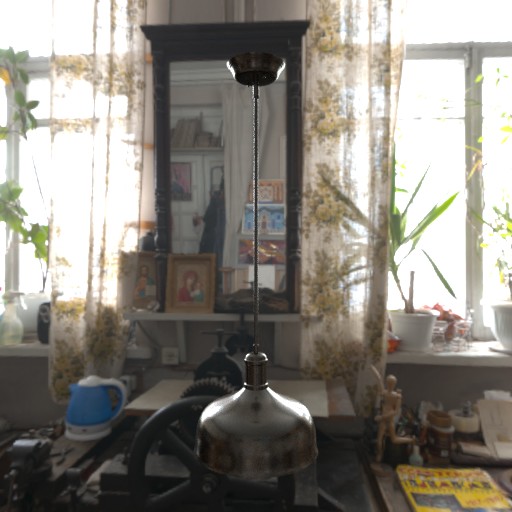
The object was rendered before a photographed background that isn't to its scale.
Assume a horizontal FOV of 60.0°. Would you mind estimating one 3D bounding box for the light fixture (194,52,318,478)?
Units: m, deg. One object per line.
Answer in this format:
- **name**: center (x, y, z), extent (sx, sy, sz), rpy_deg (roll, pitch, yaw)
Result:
- **light fixture**: center (0.000, 0.000, 1.083), extent (0.299, 0.935, 0.299), rpy_deg (0, -1, -35)
